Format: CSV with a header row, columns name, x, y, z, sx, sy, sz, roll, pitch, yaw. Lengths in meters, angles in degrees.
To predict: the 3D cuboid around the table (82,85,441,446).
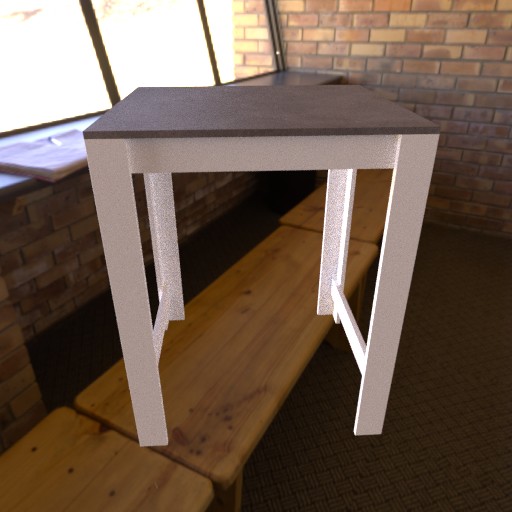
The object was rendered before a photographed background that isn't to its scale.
name,x,y,z,sx,sy,sz,roll,pitch,yaw
table,0.000,0.000,1.535,0.800,1.020,0.700,-2,28,-3
